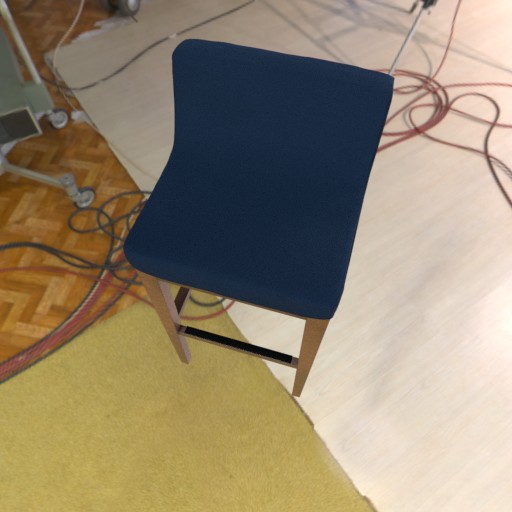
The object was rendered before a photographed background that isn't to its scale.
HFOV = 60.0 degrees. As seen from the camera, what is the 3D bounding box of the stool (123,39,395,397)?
[{"bbox_3d":[0.000,0.000,1.317,0.511,1.037,0.500,14,59,9],"label":"stool"}]
